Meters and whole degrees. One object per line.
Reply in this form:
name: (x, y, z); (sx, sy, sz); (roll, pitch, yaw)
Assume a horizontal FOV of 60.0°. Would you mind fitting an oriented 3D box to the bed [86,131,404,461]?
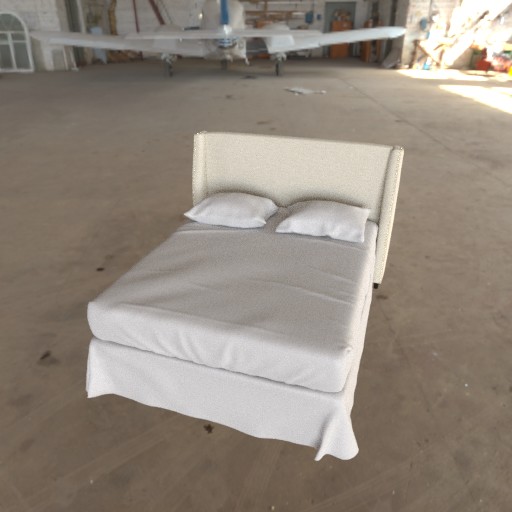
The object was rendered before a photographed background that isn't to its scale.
bed: (0.000, 0.000, 3.397); (1.925, 1.332, 2.276); (9, 29, 16)
